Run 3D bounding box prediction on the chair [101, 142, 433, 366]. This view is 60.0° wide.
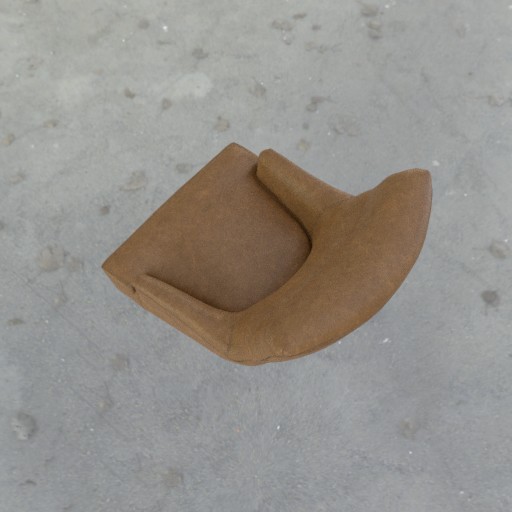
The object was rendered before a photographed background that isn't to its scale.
[{"bbox_3d":[0.000,0.000,1.520,0.874,0.869,0.729,36,69,16],"label":"chair"}]
